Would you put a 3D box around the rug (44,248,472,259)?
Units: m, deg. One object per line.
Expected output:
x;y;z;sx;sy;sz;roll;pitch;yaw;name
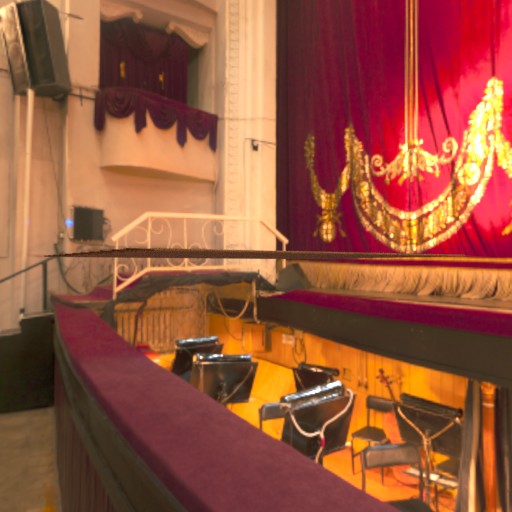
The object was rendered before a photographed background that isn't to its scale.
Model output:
0.000;0.000;2.208;1.726;0.009;1.278;1;-1;-35;rug
